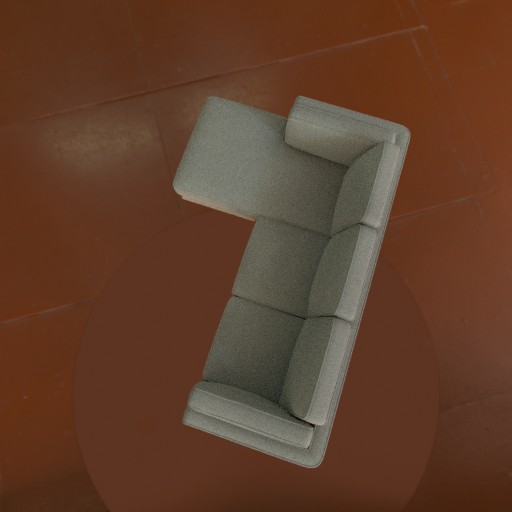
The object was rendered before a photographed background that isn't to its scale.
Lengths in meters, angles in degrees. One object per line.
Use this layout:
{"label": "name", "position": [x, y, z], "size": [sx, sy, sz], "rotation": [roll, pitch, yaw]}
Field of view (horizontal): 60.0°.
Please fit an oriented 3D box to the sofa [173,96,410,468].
{"label": "sofa", "position": [0.000, 0.000, 3.227], "size": [1.604, 0.929, 2.411], "rotation": [18, 76, 5]}
